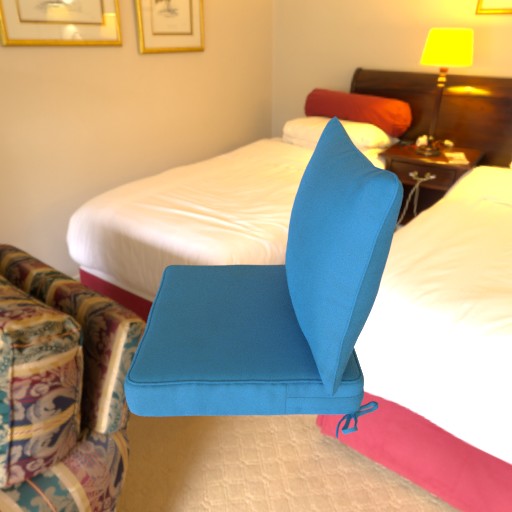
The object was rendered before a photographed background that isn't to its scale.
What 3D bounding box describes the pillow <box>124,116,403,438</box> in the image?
[{"bbox_3d":[0.000,0.000,1.383,0.733,0.725,0.798,0,27,-1],"label":"pillow"}]
